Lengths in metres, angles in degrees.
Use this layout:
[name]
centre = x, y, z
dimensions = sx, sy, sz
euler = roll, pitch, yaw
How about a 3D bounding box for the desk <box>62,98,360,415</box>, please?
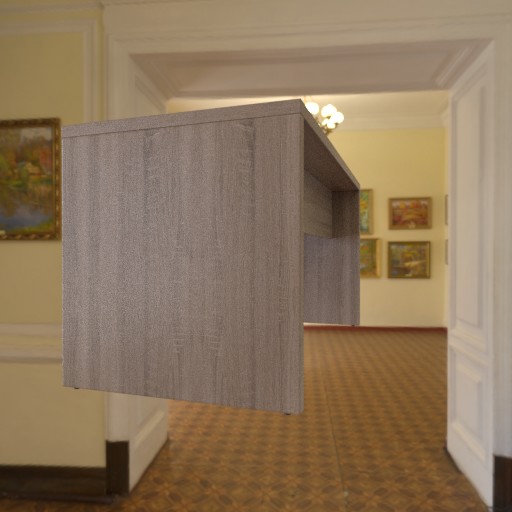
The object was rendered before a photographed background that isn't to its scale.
[desk]
centre = 0.000, 0.000, 1.797
dimensions = 0.690, 0.745, 1.380
euler = 0, 0, 19
